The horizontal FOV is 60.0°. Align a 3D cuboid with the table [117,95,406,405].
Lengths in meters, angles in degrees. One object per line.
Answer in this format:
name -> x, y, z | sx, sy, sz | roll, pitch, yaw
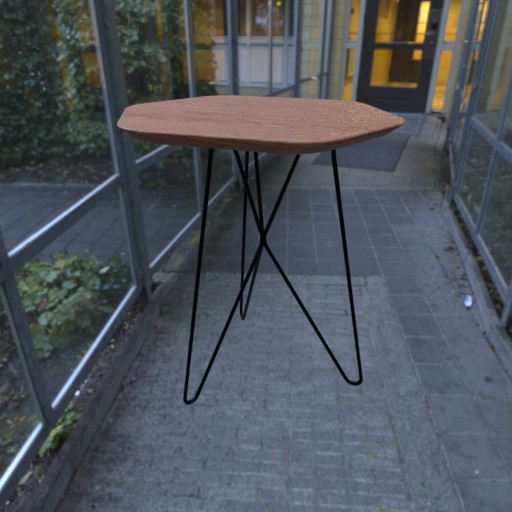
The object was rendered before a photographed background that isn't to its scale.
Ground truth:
table -> 0.000, 0.000, 0.899 | 0.500, 0.562, 0.400 | 8, 28, 16
